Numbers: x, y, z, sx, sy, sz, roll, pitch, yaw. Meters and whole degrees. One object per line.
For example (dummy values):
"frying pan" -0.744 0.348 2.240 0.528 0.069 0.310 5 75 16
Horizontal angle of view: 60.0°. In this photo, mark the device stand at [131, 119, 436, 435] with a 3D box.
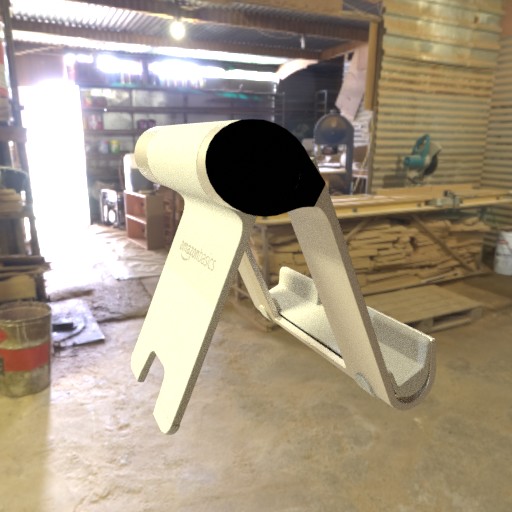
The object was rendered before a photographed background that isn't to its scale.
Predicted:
"device stand" 0.000 0.000 0.146 0.079 0.084 0.086 -8 17 -26
